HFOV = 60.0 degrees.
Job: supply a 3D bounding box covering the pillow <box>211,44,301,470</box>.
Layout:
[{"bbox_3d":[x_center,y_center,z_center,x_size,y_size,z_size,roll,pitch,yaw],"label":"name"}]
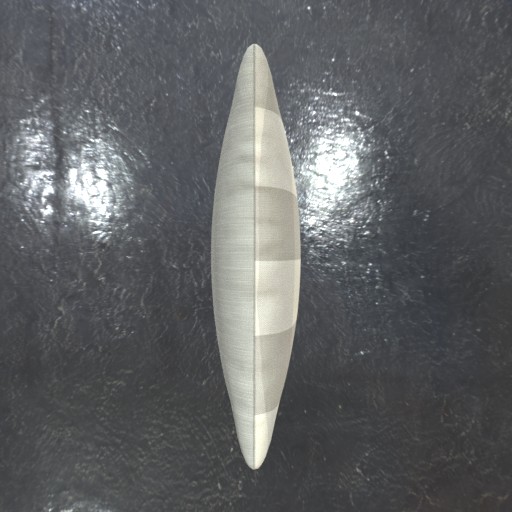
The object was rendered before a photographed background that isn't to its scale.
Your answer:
[{"bbox_3d":[0.000,0.000,0.781,0.161,0.509,0.511,0,90,0],"label":"pillow"}]
